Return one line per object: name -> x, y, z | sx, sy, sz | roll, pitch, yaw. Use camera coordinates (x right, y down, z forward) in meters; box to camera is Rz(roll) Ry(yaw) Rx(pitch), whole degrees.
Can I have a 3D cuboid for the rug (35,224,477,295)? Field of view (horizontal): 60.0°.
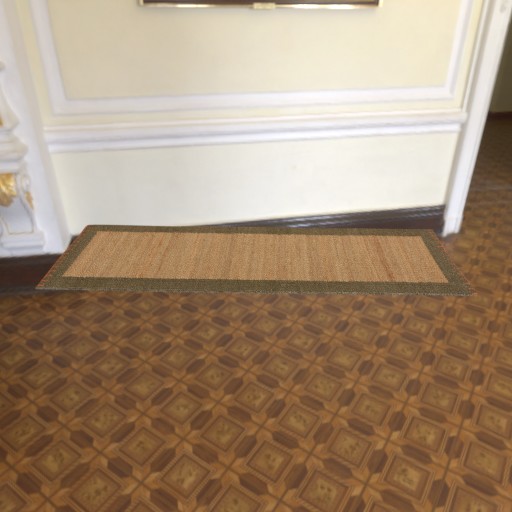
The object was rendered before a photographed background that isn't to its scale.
rug -> 0.000, 0.000, 2.748 | 2.413, 0.016, 0.810 | 1, 30, 2
